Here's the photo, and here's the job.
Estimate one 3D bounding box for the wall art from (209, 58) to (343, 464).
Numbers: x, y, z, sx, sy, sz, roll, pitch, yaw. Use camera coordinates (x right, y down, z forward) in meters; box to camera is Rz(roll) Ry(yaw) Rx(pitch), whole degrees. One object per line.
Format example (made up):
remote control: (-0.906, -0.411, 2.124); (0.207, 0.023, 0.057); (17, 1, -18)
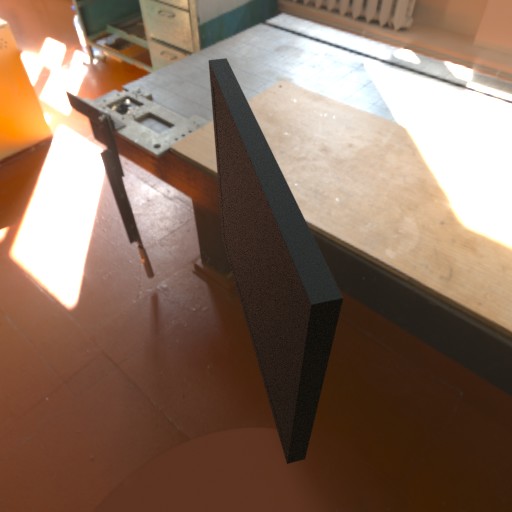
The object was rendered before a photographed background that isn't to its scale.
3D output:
wall art: (0.000, 0.000, 0.563); (0.024, 0.329, 0.404); (-11, 48, -10)
